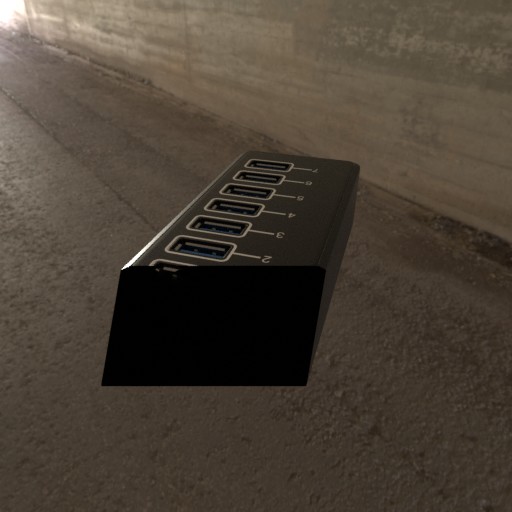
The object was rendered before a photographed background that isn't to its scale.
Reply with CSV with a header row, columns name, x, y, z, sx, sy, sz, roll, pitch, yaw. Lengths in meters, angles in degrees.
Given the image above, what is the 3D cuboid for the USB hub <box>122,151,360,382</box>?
name,x,y,z,sx,sy,sz,roll,pitch,yaw
USB hub,0.000,0.000,0.125,0.044,0.023,0.110,10,33,15
